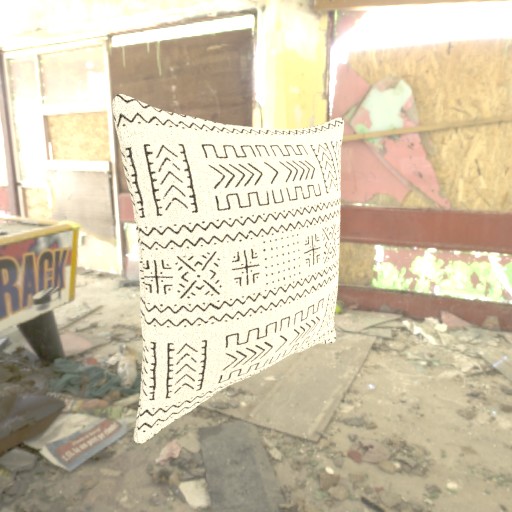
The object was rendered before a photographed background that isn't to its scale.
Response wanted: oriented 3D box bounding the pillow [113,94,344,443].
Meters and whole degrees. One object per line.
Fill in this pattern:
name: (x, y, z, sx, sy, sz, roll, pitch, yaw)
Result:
pillow: (0.000, 0.000, 0.673, 0.164, 0.430, 0.438, 13, 19, 43)
